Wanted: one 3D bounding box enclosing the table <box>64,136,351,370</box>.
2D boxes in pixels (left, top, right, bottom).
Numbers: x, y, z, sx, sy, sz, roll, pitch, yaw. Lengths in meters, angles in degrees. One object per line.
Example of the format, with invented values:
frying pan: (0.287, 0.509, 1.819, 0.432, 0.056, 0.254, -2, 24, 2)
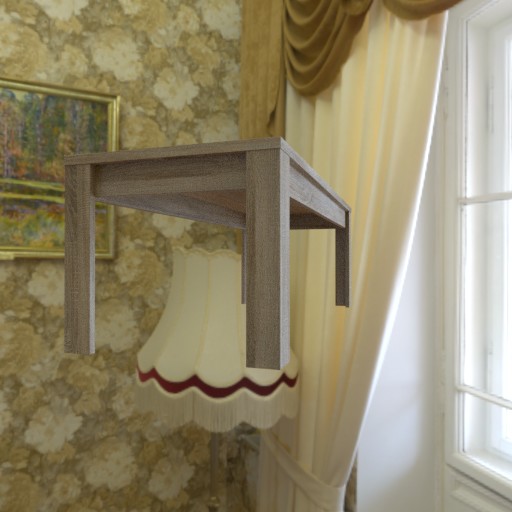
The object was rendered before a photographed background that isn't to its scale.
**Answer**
table: (0.000, 0.000, 2.680, 0.900, 0.790, 2.200, 0, -1, 18)
